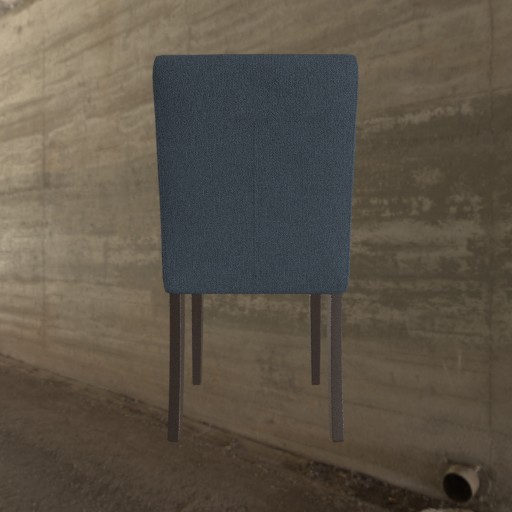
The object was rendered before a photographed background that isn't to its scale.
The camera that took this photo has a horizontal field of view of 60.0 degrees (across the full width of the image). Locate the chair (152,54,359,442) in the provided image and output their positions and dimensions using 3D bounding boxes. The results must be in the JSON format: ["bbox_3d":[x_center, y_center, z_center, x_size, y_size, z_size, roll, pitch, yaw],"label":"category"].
[{"bbox_3d":[0.000,0.000,1.238,0.487,0.882,0.629,0,0,0],"label":"chair"}]
